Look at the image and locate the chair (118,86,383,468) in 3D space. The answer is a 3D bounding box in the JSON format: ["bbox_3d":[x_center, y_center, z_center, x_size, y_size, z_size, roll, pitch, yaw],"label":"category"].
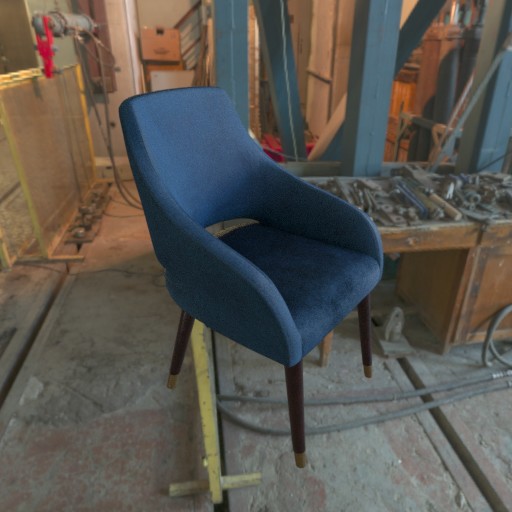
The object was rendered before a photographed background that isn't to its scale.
[{"bbox_3d":[0.000,0.000,1.595,0.794,1.081,0.683,19,33,32],"label":"chair"}]
